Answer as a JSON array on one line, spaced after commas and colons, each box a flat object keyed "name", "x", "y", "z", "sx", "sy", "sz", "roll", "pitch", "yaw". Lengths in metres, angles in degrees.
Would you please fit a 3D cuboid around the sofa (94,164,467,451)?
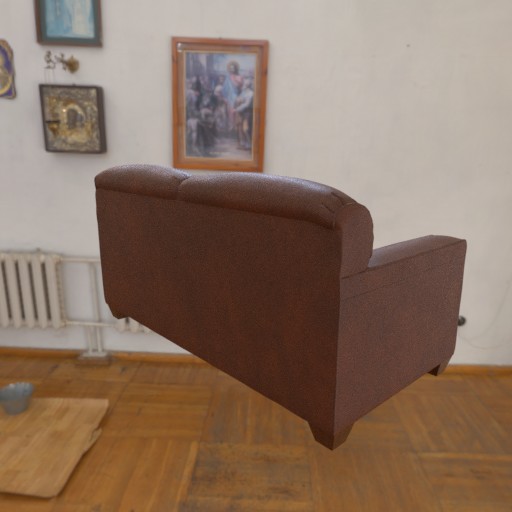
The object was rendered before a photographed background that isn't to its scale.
[{"name": "sofa", "x": 0.000, "y": 0.000, "z": 2.394, "sx": 1.000, "sy": 0.966, "sz": 1.856, "roll": -12, "pitch": 18, "yaw": -41}]
